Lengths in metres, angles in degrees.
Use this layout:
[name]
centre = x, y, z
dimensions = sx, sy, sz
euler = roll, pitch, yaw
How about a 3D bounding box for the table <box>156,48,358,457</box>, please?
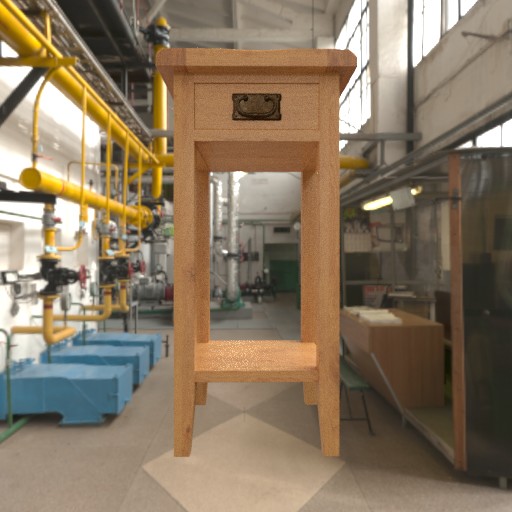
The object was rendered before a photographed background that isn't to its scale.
[table]
centre = 0.000, 0.000, 0.969
dimensions = 0.360, 0.740, 0.360
euler = 0, 0, -1
